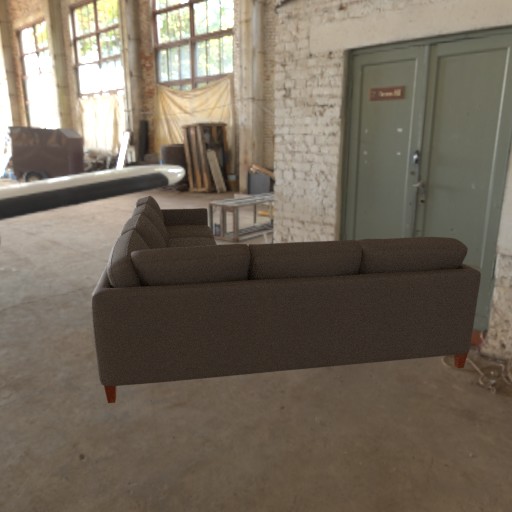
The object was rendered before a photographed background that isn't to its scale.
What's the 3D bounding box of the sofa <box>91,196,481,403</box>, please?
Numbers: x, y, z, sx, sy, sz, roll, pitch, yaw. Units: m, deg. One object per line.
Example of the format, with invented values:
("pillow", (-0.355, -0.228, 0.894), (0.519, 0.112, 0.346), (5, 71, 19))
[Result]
("sofa", (0.000, 0.000, 4.406), (2.593, 0.947, 3.302), (-3, 15, -10))
